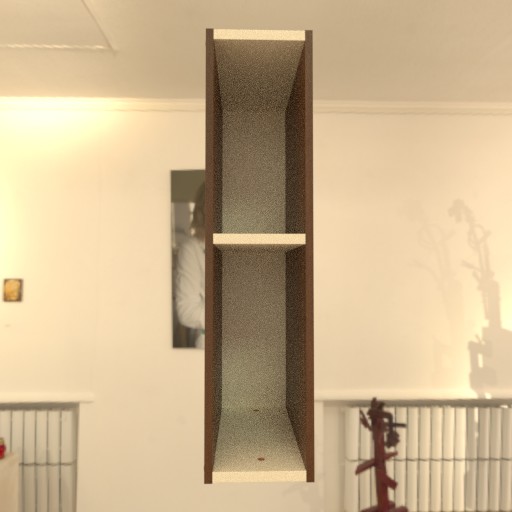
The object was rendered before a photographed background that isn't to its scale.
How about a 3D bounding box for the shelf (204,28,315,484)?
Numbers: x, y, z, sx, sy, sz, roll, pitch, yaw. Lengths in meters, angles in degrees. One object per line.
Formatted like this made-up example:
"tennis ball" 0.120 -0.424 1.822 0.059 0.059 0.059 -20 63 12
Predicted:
"shelf" 0.000 0.000 0.730 0.147 0.600 0.290 0 -2 -2
